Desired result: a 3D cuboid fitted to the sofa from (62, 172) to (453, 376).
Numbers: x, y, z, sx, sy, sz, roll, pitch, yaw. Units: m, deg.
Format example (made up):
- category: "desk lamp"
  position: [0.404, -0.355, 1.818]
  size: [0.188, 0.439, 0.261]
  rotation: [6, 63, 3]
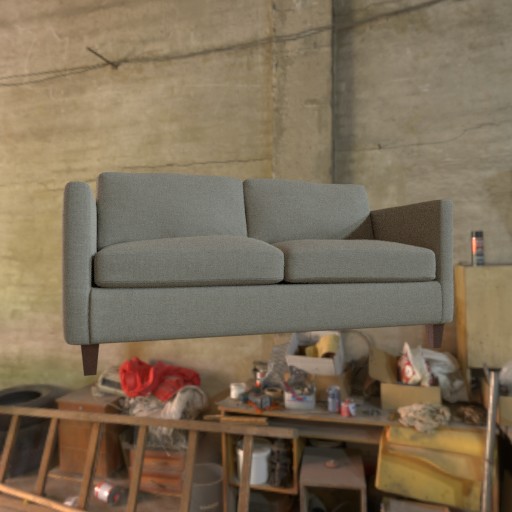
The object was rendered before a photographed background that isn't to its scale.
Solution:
- category: "sofa"
  position: [0.000, 0.000, 2.419]
  size: [1.884, 0.947, 0.951]
  rotation: [0, 0, -18]
